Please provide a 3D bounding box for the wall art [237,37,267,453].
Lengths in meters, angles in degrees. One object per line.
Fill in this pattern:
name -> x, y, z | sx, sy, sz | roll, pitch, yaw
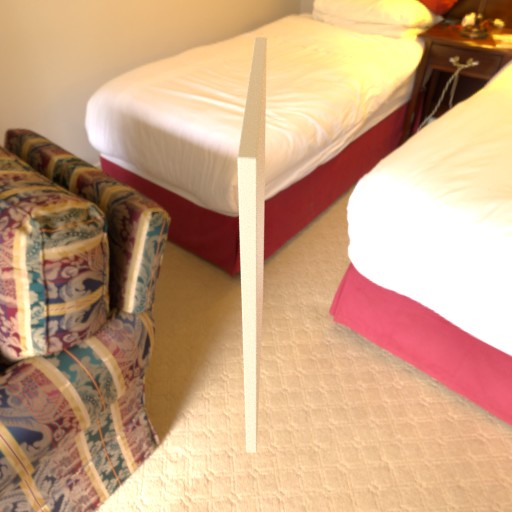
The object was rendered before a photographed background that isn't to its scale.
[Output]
wall art -> 0.000, 0.000, 1.520 | 0.038, 1.183, 0.808 | 2, 41, 2
